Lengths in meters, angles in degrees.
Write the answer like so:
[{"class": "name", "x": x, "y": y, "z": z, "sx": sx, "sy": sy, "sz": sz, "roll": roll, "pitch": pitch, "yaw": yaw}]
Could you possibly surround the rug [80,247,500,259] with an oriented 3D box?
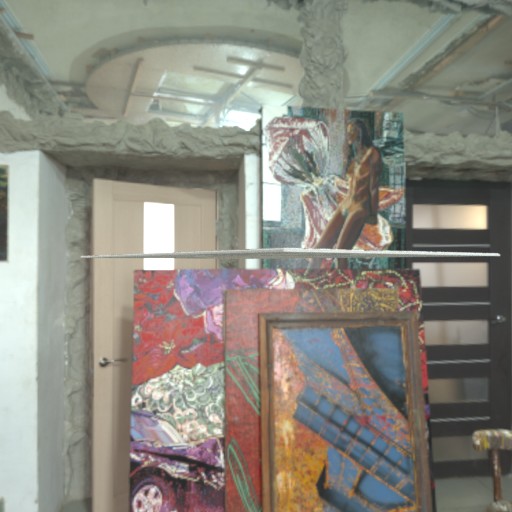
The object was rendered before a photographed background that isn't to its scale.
[{"class": "rug", "x": 0.000, "y": 0.000, "z": 2.787, "sx": 1.514, "sy": 0.014, "sz": 2.275, "roll": 1, "pitch": -1, "yaw": -37}]
